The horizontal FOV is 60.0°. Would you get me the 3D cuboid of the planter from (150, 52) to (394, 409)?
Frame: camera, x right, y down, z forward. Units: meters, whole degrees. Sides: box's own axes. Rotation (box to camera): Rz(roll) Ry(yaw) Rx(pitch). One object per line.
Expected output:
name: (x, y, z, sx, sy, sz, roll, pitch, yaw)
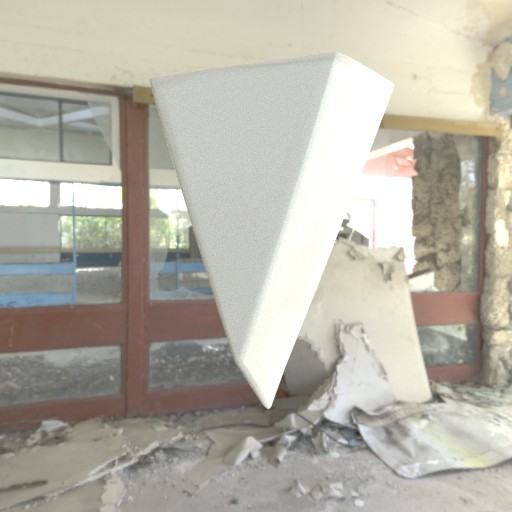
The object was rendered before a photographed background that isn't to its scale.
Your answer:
planter: (0.000, 0.000, 0.258, 0.150, 0.197, 0.060, 1, 2, 19)
